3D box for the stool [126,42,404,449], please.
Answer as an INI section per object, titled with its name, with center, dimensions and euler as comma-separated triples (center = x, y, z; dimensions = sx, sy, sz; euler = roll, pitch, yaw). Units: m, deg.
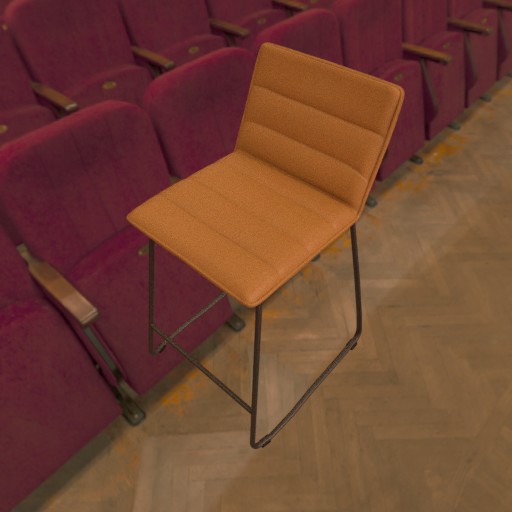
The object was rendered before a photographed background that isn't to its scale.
[stool]
center = 0.000, 0.000, 1.160
dimensions = 0.489, 0.866, 0.524
euler = 33, 54, 28
